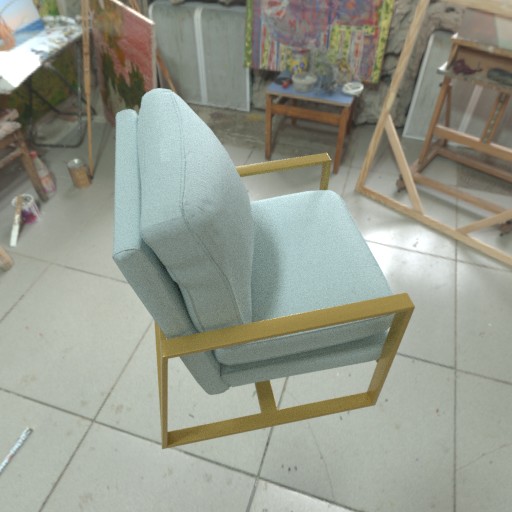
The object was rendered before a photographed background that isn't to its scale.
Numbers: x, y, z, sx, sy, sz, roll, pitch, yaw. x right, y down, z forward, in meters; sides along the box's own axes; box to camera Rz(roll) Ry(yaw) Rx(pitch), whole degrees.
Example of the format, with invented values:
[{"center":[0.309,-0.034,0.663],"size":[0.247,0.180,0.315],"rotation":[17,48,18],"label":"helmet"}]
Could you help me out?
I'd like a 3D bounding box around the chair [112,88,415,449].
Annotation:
[{"center":[0.000,0.000,1.476],"size":[0.813,0.956,0.758],"rotation":[-8,47,-8],"label":"chair"}]
